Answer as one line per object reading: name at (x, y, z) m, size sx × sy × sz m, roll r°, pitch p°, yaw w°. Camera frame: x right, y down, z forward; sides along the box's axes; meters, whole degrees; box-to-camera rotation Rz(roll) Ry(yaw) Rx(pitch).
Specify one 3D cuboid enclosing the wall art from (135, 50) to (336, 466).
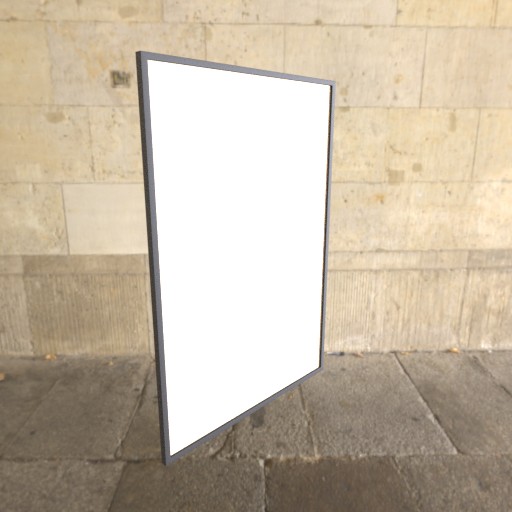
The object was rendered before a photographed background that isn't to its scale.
wall art at (0.000, 0.000, 0.839) m, size 0.013 × 0.657 × 0.457 m, roll 14°, pitch 20°, yaw 42°
